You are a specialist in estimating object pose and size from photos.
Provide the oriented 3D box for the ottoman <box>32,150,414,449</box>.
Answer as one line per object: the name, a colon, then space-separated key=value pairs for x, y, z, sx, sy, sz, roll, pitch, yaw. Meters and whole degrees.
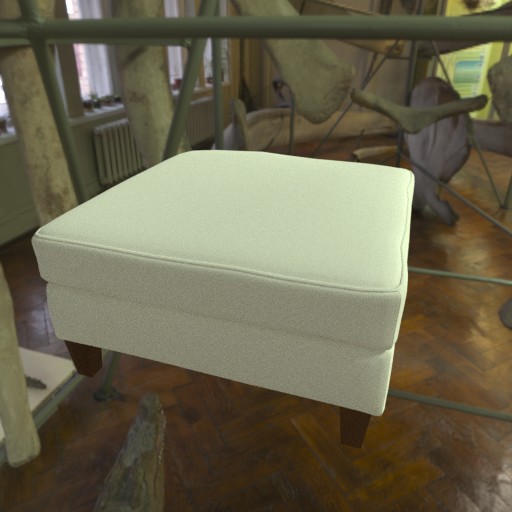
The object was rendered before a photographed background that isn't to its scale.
ottoman: x=0.000 y=0.000 z=1.318 sx=0.838 sy=0.479 sz=0.838 roll=9 pitch=28 yaw=17
